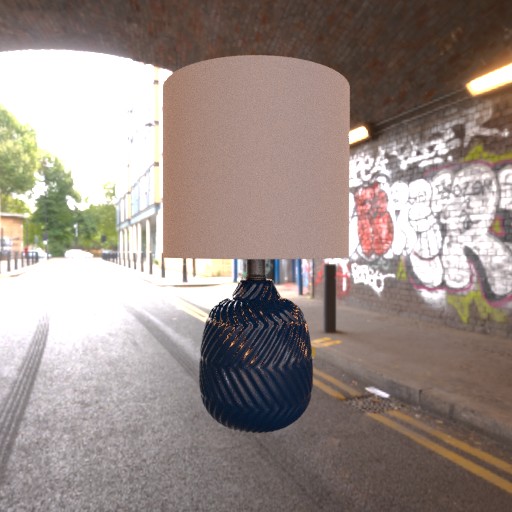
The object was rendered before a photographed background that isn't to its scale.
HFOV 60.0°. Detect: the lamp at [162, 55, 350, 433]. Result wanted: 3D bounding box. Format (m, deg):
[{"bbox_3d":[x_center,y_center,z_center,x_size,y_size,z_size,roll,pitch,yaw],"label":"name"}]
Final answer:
[{"bbox_3d":[0.000,0.000,0.493,0.203,0.368,0.203,0,1,17],"label":"lamp"}]
